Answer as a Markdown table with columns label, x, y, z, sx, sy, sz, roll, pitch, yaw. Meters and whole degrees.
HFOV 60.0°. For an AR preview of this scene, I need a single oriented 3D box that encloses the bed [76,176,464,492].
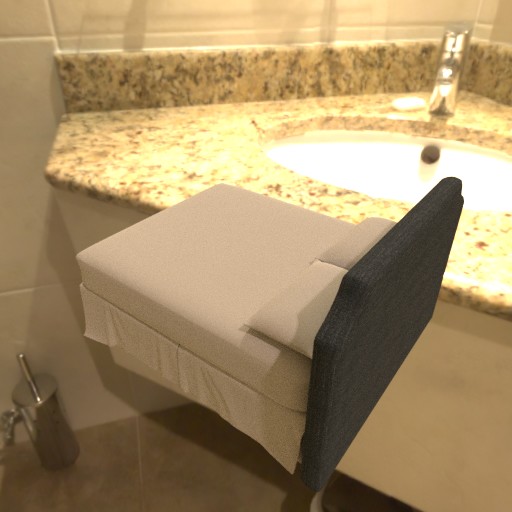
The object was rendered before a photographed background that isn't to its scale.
| label | x | y | z | sx | sy | sz | roll | pitch | yaw |
| --- | --- | --- | --- | --- | --- | --- | --- | --- | --- |
| bed | 0.000 | 0.000 | 3.182 | 2.208 | 1.297 | 1.828 | 22 | 39 | 30 |
